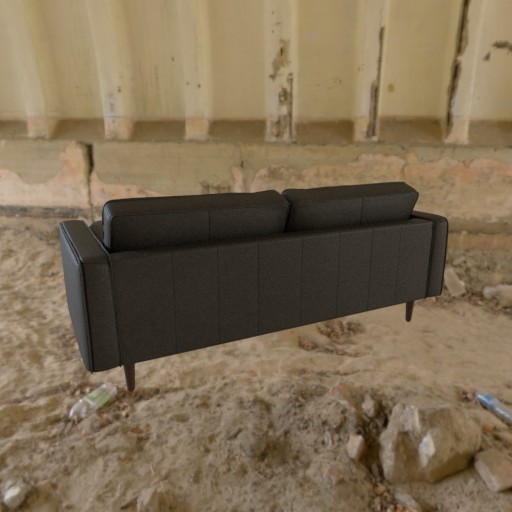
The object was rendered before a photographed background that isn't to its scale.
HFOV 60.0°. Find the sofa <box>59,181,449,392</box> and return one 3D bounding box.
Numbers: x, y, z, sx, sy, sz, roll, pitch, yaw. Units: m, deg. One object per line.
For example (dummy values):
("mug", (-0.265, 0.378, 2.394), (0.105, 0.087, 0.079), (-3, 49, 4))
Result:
("sofa", (0.000, 0.000, 2.369), (1.879, 0.770, 0.921), (-8, 17, -26))
